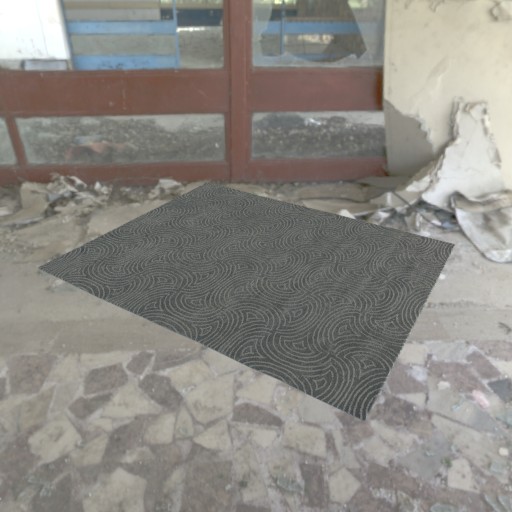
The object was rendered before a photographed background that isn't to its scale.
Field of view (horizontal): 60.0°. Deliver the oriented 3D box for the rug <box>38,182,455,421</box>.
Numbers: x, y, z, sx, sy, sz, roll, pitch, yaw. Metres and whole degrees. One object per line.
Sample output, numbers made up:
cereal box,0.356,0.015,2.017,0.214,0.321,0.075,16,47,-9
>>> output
rug,0.000,0.000,4.124,3.042,0.021,2.456,18,35,28
